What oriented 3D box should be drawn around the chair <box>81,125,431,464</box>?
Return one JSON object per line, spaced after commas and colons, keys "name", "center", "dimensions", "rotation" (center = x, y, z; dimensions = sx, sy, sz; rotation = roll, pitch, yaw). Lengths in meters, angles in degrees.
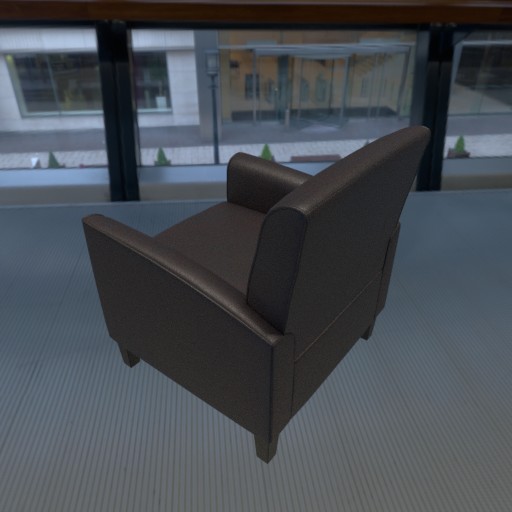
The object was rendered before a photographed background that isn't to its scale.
{"name": "chair", "center": [0.000, 0.000, 1.571], "dimensions": [0.819, 0.916, 0.820], "rotation": [22, 39, 31]}
